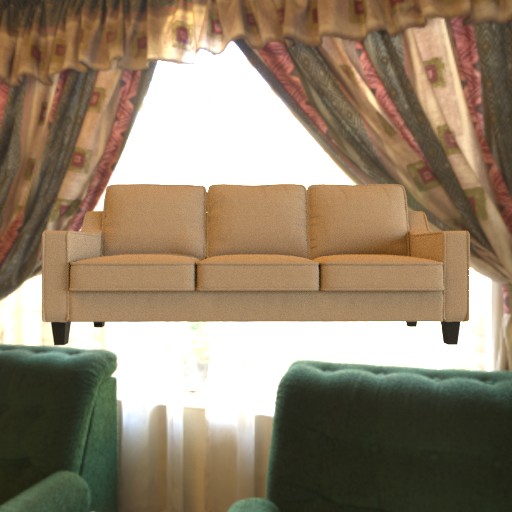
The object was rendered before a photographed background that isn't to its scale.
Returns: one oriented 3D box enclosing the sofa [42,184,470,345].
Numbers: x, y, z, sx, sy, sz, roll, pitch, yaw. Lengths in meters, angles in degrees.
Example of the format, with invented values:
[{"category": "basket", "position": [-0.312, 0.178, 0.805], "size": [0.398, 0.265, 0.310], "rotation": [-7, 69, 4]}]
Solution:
[{"category": "sofa", "position": [0.000, 0.000, 2.554], "size": [2.131, 0.902, 0.791], "rotation": [0, 0, 0]}]
